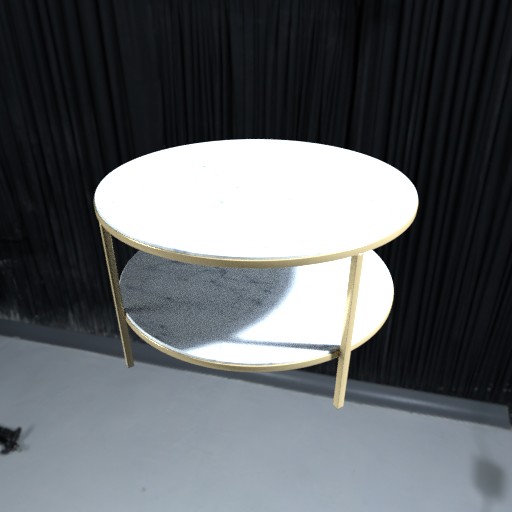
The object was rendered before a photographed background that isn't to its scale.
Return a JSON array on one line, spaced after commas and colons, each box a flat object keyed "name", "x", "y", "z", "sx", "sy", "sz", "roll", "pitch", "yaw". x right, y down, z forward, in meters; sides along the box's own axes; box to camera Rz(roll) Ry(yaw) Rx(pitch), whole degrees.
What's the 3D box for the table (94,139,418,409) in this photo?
[{"name": "table", "x": 0.000, "y": 0.000, "z": 1.254, "sx": 0.800, "sy": 0.450, "sz": 0.800, "roll": 0, "pitch": 30, "yaw": 0}]
